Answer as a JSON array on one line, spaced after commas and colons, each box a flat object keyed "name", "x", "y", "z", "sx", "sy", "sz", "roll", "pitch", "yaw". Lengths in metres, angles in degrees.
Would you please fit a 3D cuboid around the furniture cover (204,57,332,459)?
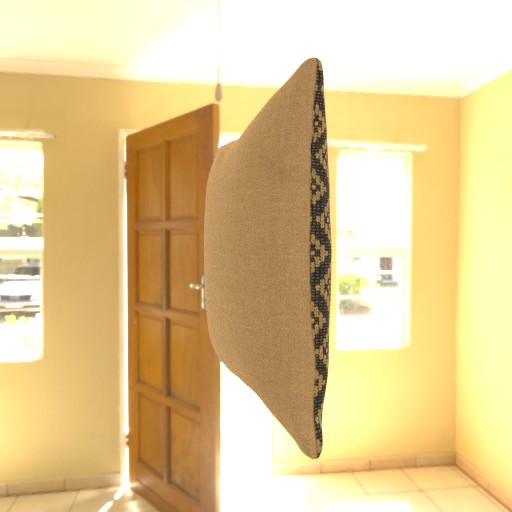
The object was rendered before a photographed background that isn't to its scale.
[{"name": "furniture cover", "x": 0.000, "y": 0.000, "z": 0.675, "sx": 0.139, "sy": 0.431, "sz": 0.431, "roll": 0, "pitch": 1, "yaw": -17}]
